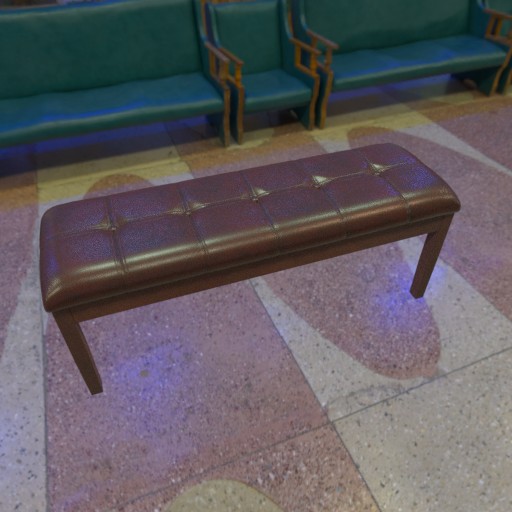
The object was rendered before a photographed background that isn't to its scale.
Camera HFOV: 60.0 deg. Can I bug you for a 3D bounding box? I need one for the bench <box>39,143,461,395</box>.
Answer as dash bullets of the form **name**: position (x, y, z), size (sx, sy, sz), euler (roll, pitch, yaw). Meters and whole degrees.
- **bench**: position (0.000, 0.000, 1.503), size (1.259, 0.491, 0.401), euler (-14, 44, -15)
